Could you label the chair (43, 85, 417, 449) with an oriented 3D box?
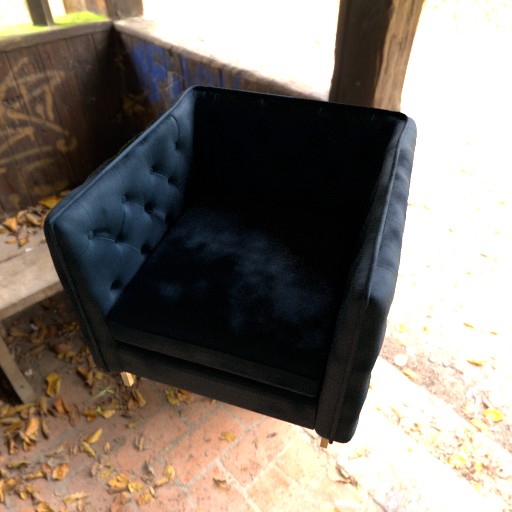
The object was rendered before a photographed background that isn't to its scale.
[{"bbox_3d":[0.000,0.000,1.487,0.868,0.771,0.877,13,43,14],"label":"chair"}]
